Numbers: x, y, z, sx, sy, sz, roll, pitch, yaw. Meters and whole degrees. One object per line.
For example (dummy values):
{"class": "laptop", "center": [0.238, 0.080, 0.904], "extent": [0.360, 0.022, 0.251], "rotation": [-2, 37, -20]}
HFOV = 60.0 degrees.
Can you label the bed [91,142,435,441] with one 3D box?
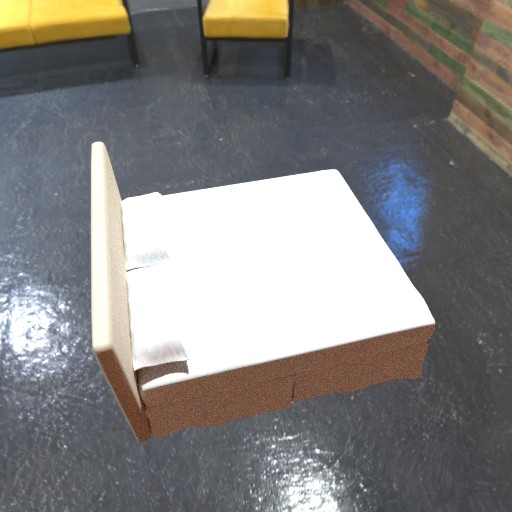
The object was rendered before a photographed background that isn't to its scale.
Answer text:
{"class": "bed", "center": [0.000, 0.000, 3.631], "extent": [2.319, 1.317, 2.119], "rotation": [-11, 47, -10]}
